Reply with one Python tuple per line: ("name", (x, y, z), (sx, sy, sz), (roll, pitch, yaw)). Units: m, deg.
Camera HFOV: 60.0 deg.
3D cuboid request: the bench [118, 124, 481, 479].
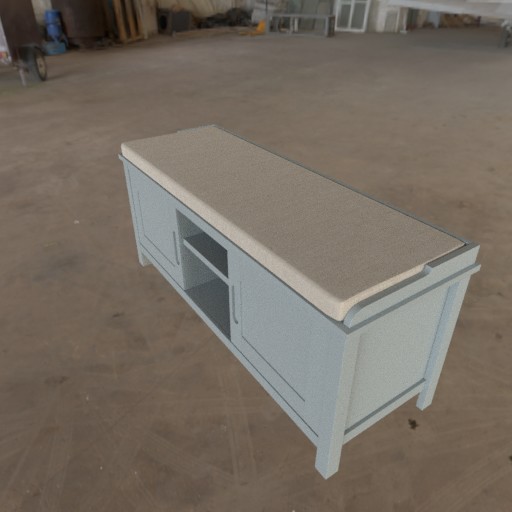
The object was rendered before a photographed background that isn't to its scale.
("bench", (0.000, 0.000, 1.367), (0.398, 0.501, 1.140), (-20, 37, -29))
